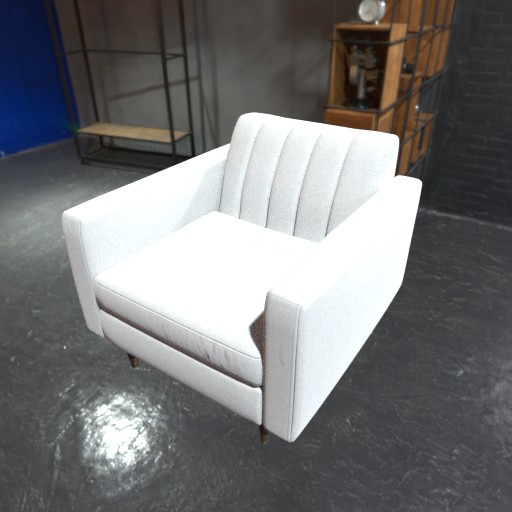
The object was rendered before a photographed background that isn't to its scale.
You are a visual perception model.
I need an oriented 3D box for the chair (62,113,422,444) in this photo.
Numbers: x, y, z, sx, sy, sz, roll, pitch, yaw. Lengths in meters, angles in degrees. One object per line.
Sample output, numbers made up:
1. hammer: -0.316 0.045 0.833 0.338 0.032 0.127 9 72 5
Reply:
1. chair: 0.000 0.000 1.688 0.953 0.819 0.998 19 36 29
